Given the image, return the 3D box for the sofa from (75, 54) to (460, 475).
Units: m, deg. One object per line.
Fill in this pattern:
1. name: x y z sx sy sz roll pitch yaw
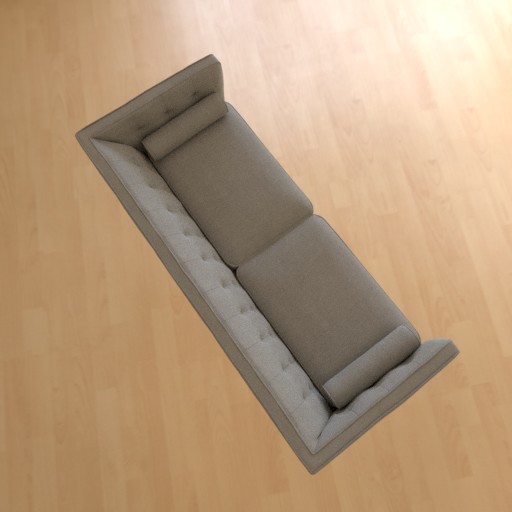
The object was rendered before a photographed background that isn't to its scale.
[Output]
1. sofa: 0.000 0.000 2.571 0.912 0.798 2.079 -35 78 -9
